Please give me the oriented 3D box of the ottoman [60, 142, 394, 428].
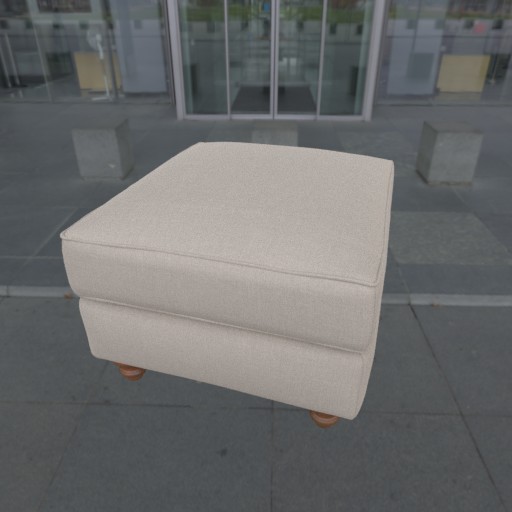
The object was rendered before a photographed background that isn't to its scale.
[{"bbox_3d":[0.000,0.000,1.173,0.662,0.505,0.716,9,31,15],"label":"ottoman"}]
